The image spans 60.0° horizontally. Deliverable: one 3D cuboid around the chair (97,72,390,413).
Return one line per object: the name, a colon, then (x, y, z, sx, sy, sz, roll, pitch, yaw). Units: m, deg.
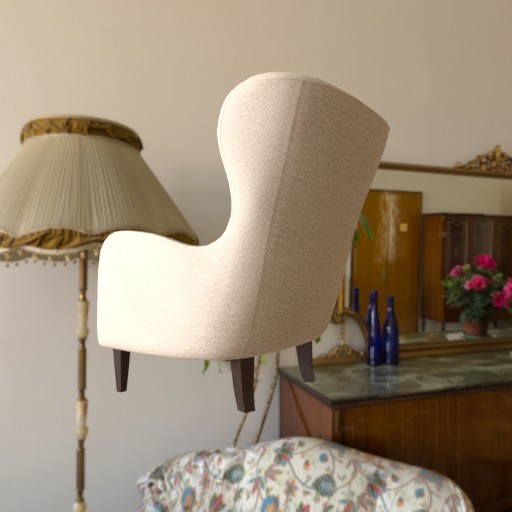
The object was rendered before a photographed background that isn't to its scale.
chair: (0.000, 0.000, 1.780, 0.984, 1.064, 0.861, 0, -1, 35)
